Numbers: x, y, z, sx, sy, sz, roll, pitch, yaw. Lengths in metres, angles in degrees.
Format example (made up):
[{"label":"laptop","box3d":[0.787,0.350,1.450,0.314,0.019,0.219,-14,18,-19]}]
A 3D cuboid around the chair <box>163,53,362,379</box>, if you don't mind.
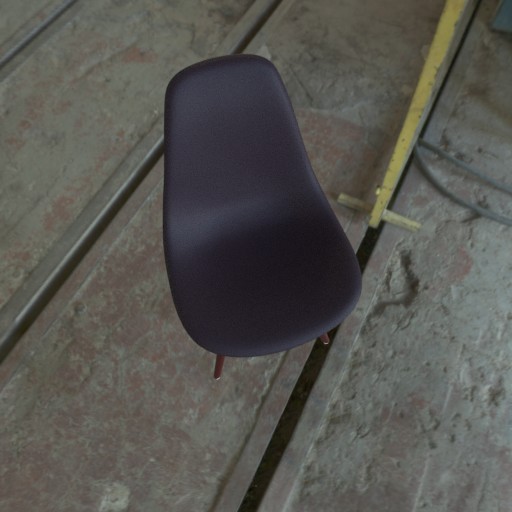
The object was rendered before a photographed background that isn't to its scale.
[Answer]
[{"label":"chair","box3d":[0.000,0.000,1.172,0.470,0.826,0.533,-16,64,-8]}]
